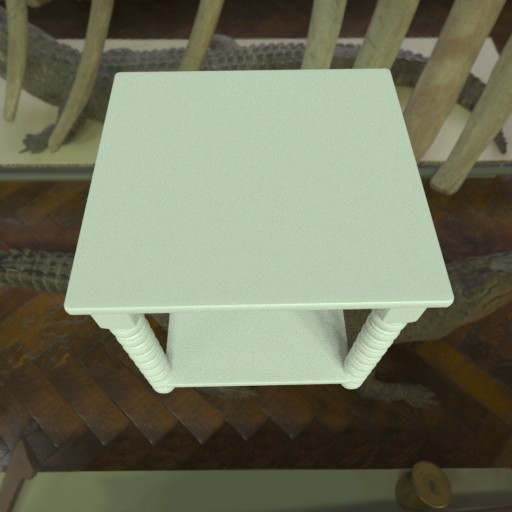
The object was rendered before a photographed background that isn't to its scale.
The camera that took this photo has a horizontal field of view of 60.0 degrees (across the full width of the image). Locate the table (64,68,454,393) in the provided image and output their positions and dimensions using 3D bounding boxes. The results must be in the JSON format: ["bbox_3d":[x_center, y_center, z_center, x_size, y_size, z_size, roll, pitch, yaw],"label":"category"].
[{"bbox_3d":[0.000,0.000,0.965,0.533,0.563,0.500,-1,59,-1],"label":"table"}]
